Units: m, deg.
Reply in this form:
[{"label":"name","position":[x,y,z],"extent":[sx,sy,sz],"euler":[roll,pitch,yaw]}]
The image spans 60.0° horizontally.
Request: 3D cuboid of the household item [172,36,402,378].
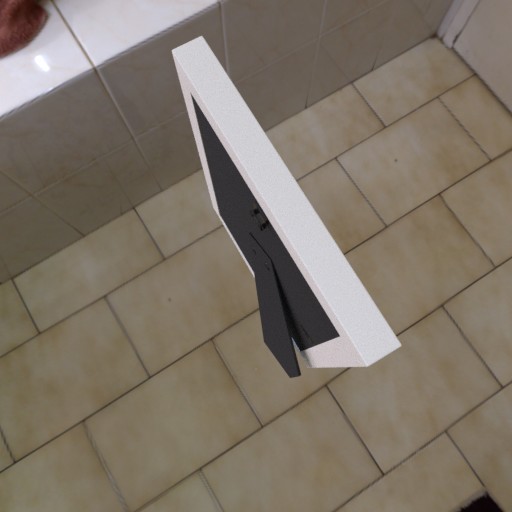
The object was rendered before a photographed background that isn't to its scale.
[{"label":"household item","position":[0.000,0.000,0.349],"extent":[0.045,0.250,0.200],"euler":[-29,78,-7]}]
